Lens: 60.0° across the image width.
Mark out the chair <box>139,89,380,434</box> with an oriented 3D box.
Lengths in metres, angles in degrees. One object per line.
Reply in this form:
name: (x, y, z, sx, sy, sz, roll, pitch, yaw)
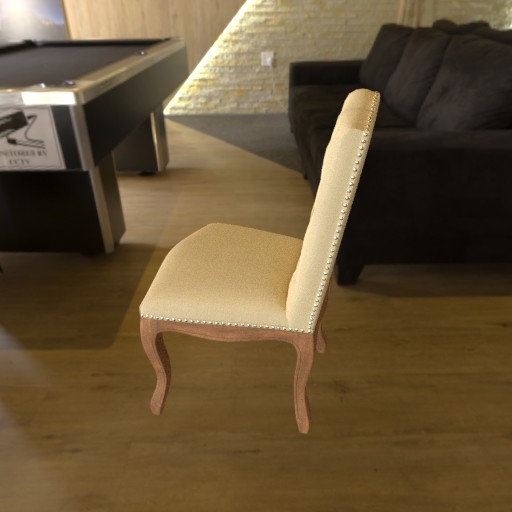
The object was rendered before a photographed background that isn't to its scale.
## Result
chair: (0.000, 0.000, 1.596, 0.715, 1.165, 0.623, 8, 31, 13)
